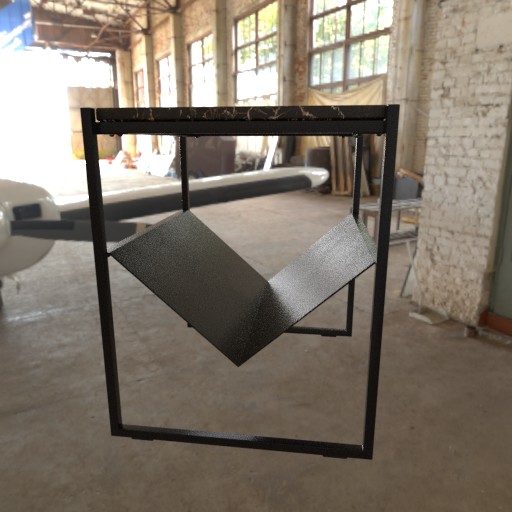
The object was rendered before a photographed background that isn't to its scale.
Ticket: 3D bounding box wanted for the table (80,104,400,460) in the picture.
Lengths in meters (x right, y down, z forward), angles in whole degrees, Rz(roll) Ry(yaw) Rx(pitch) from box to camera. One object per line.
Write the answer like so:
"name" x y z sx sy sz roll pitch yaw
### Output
"table" 0.000 0.000 0.880 0.432 0.534 0.469 2 15 8
